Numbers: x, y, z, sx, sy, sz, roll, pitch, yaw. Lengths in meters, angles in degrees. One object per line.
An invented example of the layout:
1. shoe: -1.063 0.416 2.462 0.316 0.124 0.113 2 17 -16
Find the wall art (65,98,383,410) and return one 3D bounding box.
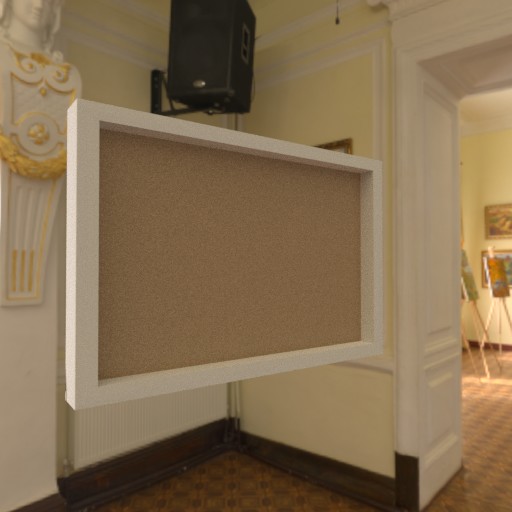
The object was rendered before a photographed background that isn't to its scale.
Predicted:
1. wall art: 0.000 0.000 0.486 0.384 0.254 0.039 1 -1 -35
